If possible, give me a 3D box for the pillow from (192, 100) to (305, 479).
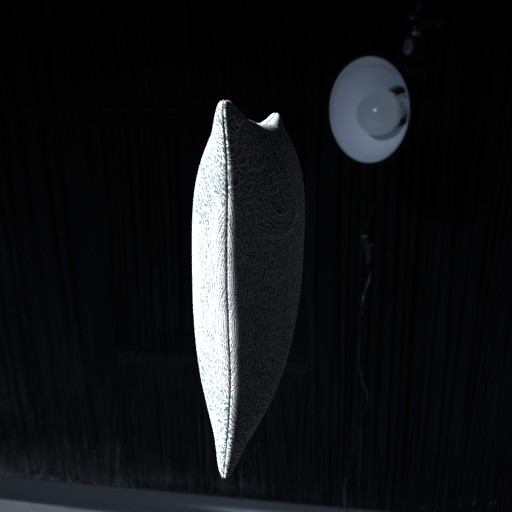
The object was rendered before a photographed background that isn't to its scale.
[{"bbox_3d":[0.000,0.000,0.801,0.166,0.507,0.526,3,17,8],"label":"pillow"}]
